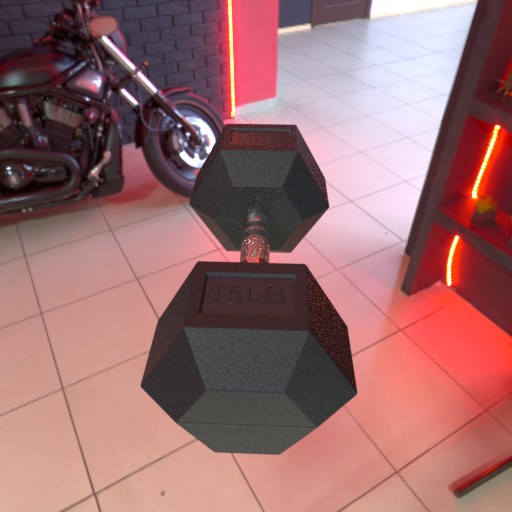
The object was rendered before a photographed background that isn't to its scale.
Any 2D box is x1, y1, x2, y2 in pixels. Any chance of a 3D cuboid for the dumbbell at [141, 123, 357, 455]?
[{"bbox_3d":[0.000,0.000,0.335,0.122,0.106,0.271,1,41,2],"label":"dumbbell"}]
